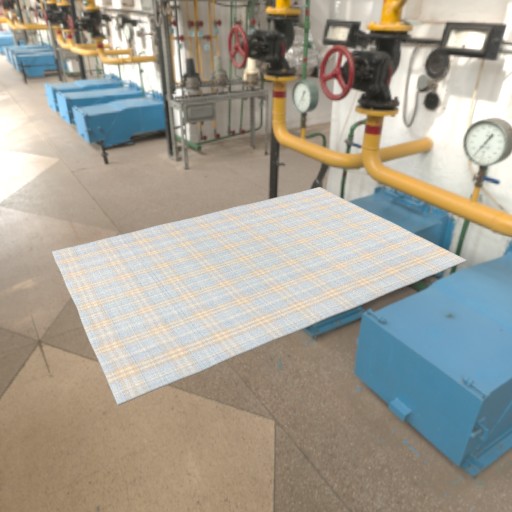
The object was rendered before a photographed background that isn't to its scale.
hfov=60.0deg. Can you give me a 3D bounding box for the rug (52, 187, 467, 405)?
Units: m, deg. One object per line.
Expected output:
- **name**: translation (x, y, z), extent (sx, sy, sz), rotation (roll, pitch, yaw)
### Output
- **rug**: translation (0.000, 0.000, 2.345), extent (1.835, 0.012, 1.231), rotation (-17, 34, -27)
